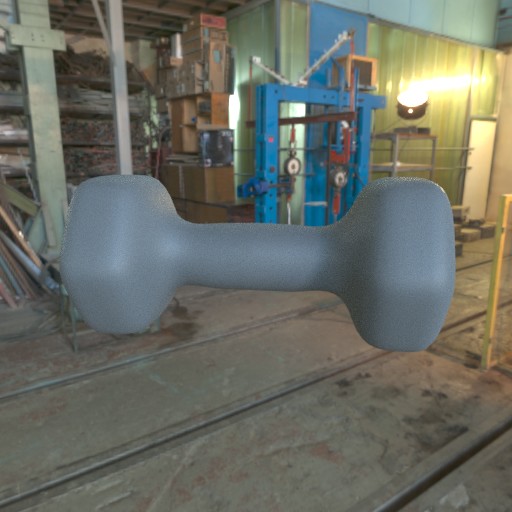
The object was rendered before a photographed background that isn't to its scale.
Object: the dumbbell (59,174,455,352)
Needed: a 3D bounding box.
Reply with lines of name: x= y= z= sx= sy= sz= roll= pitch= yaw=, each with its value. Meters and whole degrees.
dumbbell: x=0.000 y=0.000 z=0.229 sx=0.184 sy=0.081 sz=0.090 roll=2 pitch=14 yaw=9
